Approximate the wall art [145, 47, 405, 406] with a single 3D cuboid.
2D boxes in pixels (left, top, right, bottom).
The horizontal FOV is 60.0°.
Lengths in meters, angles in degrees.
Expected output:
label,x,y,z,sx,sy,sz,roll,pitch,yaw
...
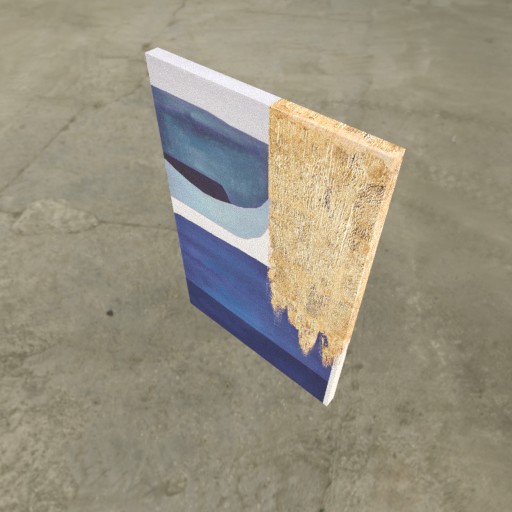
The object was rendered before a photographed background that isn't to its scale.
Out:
label,x,y,z,sx,sy,sz,roll,pitch,yaw
wall art,0.000,0.000,1.178,0.607,0.911,0.039,32,55,26
